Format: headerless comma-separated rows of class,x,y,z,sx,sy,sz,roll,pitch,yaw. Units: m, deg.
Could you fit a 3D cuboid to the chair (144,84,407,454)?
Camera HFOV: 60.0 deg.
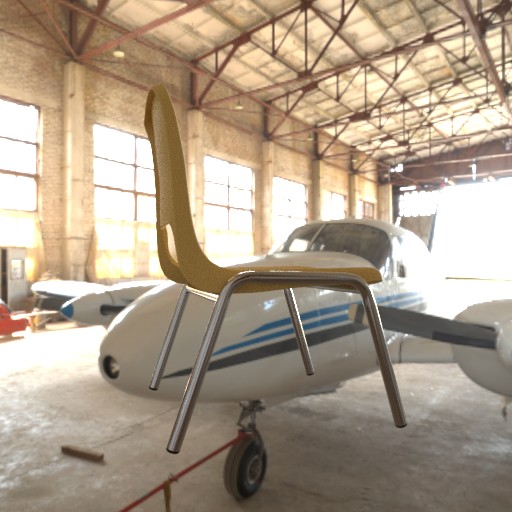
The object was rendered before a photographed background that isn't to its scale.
chair,0.000,0.000,0.798,0.385,0.536,0.354,0,-1,-18
